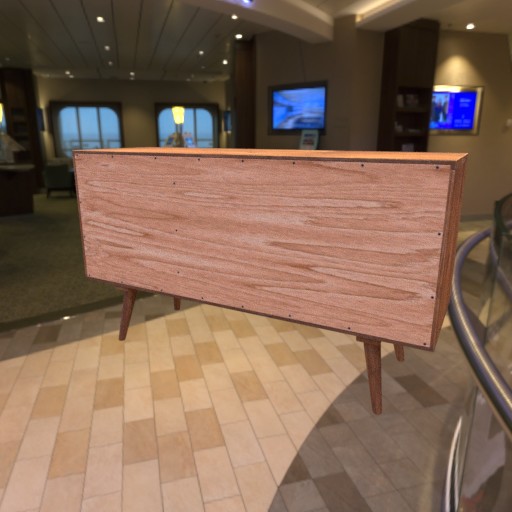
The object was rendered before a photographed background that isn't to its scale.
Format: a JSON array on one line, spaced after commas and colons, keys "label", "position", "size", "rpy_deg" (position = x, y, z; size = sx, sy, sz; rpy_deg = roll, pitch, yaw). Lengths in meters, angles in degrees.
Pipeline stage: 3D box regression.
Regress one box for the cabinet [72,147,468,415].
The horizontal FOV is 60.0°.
[{"label": "cabinet", "position": [0.000, 0.000, 1.743], "size": [1.400, 0.800, 0.472], "rpy_deg": [8, 18, 27]}]
